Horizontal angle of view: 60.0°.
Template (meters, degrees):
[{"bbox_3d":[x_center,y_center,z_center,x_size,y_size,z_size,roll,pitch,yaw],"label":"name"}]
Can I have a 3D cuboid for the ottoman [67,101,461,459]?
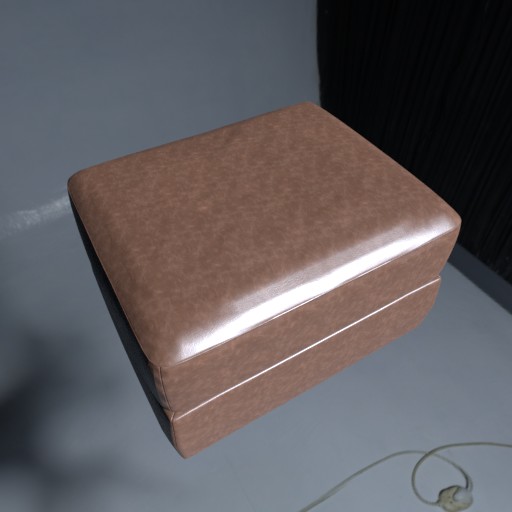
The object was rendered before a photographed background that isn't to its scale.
[{"bbox_3d":[0.000,0.000,1.123,0.751,0.476,0.603,-23,52,-20],"label":"ottoman"}]
